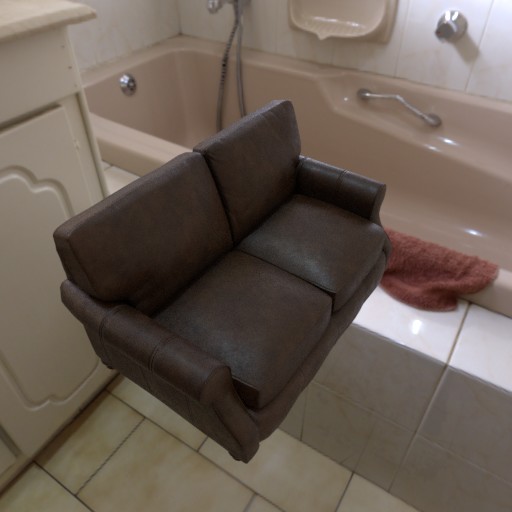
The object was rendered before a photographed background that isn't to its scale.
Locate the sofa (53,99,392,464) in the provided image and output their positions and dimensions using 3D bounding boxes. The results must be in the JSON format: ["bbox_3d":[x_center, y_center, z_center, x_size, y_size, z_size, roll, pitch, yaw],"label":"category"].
[{"bbox_3d":[0.000,0.000,2.186,0.990,0.976,1.616,25,47,26],"label":"sofa"}]
